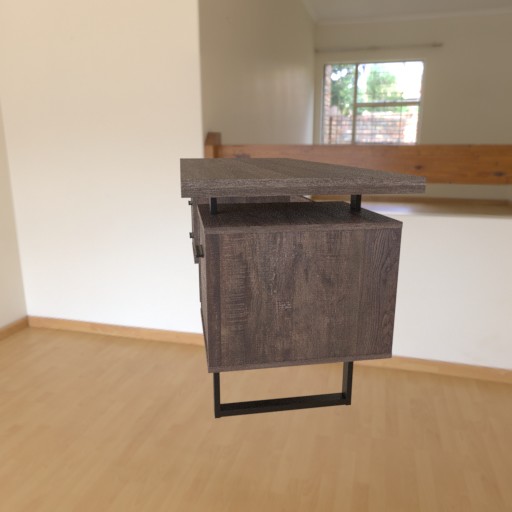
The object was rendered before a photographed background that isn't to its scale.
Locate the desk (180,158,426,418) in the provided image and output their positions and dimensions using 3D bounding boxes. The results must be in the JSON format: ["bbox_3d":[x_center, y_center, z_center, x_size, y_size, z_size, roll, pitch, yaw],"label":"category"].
[{"bbox_3d":[0.000,0.000,1.869,0.600,0.760,1.524,-2,14,-9],"label":"desk"}]
